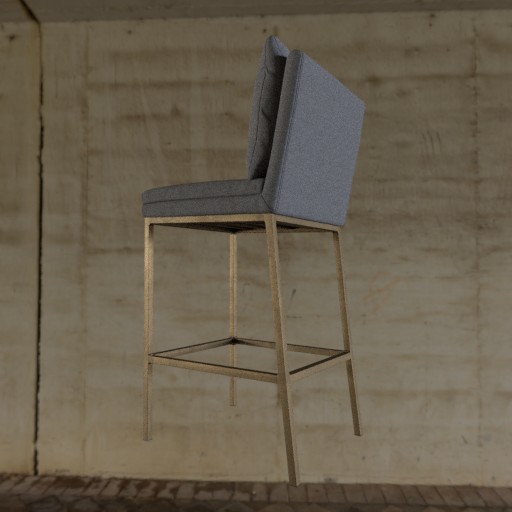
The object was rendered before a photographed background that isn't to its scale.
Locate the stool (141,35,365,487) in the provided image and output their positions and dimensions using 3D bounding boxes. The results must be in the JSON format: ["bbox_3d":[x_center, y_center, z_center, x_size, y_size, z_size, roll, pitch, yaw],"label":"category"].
[{"bbox_3d":[0.000,0.000,1.403,0.569,1.130,0.463,-1,-2,35],"label":"stool"}]
